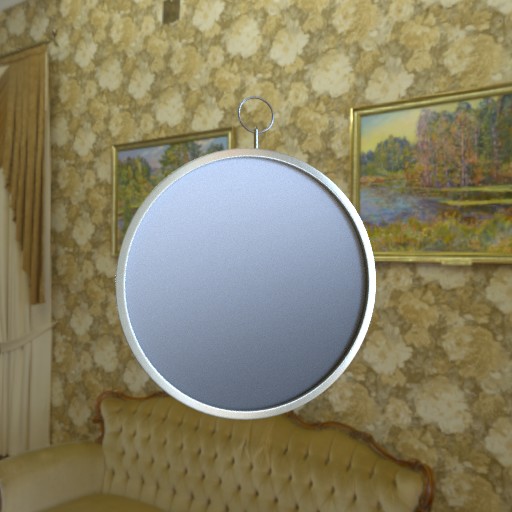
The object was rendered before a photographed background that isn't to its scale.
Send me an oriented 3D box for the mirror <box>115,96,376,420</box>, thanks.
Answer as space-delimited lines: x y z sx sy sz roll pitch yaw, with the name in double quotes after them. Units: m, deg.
0.000 0.000 0.983 0.594 0.713 0.020 0 -1 -17 "mirror"
